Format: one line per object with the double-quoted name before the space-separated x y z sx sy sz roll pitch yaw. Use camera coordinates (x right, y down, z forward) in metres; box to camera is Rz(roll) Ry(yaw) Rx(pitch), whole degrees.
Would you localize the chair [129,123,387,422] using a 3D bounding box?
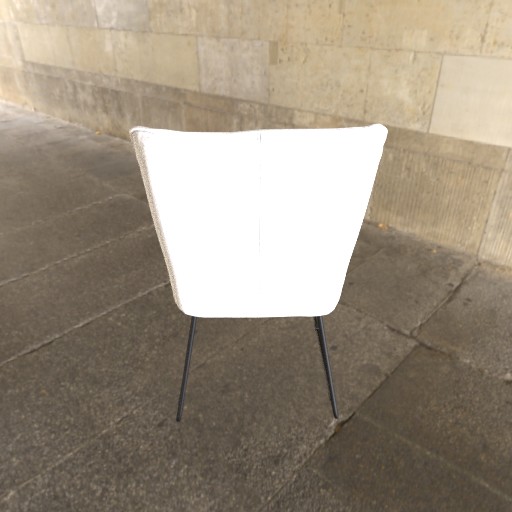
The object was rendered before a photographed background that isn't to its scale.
"chair" 0.000 0.000 1.345 0.515 0.930 0.688 -1 30 -1
